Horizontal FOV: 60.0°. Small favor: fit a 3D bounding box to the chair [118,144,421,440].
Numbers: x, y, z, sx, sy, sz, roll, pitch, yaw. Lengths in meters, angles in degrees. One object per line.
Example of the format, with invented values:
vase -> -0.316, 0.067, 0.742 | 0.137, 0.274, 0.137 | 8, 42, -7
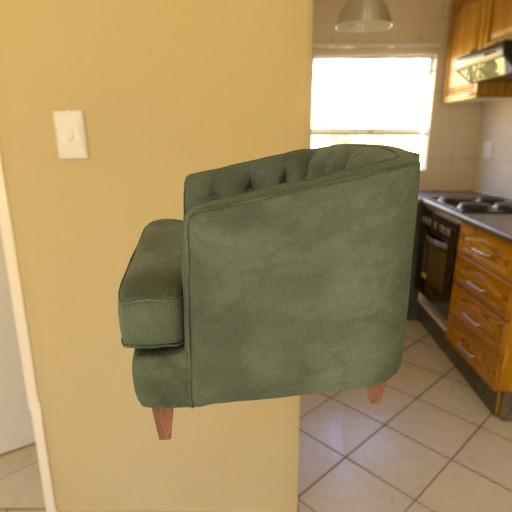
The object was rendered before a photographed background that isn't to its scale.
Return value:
chair -> 0.000, 0.000, 1.746 | 0.941, 0.852, 1.104 | -2, 16, -8
